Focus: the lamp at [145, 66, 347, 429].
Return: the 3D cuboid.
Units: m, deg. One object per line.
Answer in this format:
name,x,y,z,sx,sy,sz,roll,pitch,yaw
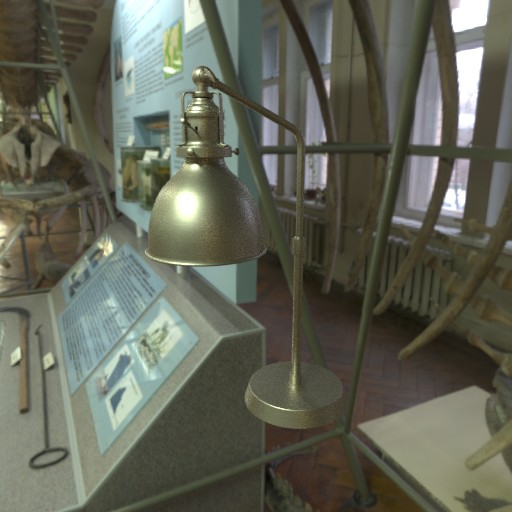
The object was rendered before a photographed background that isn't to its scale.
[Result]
lamp,0.000,0.000,0.584,0.286,0.456,0.153,-7,16,-26
